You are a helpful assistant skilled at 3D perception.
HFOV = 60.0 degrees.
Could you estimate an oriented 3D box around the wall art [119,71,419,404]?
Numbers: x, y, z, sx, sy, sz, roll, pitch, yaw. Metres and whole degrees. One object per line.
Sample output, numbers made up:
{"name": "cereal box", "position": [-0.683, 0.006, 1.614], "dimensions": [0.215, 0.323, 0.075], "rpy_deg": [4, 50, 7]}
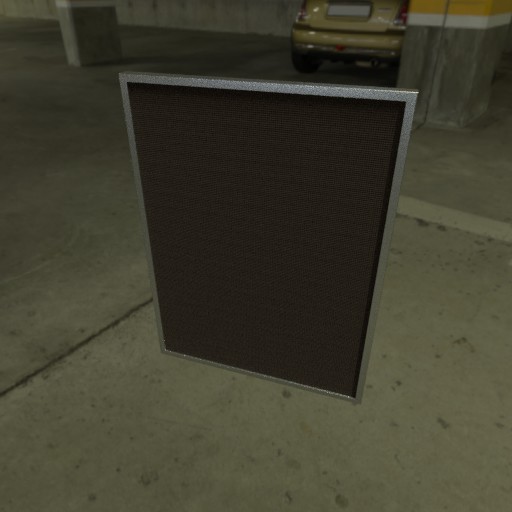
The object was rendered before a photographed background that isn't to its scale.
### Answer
{"name": "wall art", "position": [0.000, 0.000, 1.421], "dimensions": [0.801, 1.062, 0.037], "rpy_deg": [10, 33, 16]}
